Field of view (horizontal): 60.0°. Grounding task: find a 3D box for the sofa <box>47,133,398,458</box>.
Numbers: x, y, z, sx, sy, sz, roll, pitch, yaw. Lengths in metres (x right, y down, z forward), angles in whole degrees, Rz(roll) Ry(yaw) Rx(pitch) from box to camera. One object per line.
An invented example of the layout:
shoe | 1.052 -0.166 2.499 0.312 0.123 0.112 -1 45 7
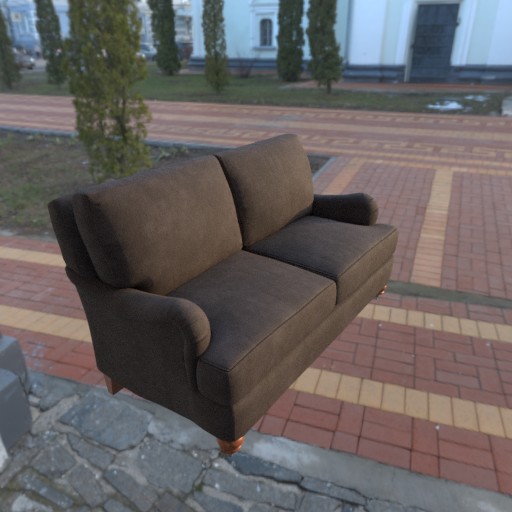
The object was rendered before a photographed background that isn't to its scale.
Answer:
sofa | 0.000 0.000 2.545 1.084 1.101 1.853 17 30 32
